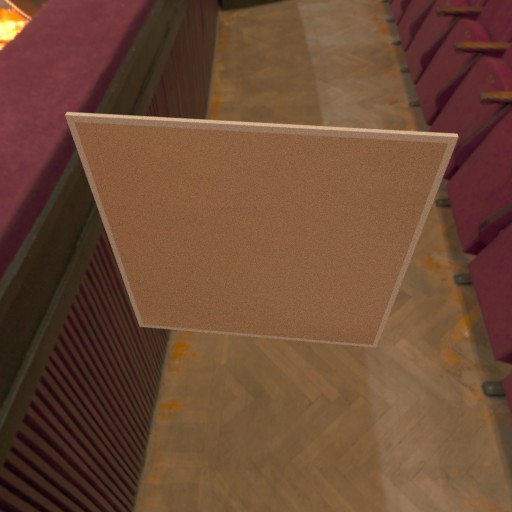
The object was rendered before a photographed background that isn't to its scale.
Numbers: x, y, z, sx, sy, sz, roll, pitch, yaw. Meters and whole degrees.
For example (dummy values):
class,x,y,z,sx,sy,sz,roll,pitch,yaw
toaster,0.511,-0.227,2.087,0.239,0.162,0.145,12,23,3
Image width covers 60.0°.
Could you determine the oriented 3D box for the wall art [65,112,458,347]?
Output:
class,x,y,z,sx,sy,sz,roll,pitch,yaw
wall art,0.000,0.000,1.212,0.809,0.809,0.012,4,48,4
